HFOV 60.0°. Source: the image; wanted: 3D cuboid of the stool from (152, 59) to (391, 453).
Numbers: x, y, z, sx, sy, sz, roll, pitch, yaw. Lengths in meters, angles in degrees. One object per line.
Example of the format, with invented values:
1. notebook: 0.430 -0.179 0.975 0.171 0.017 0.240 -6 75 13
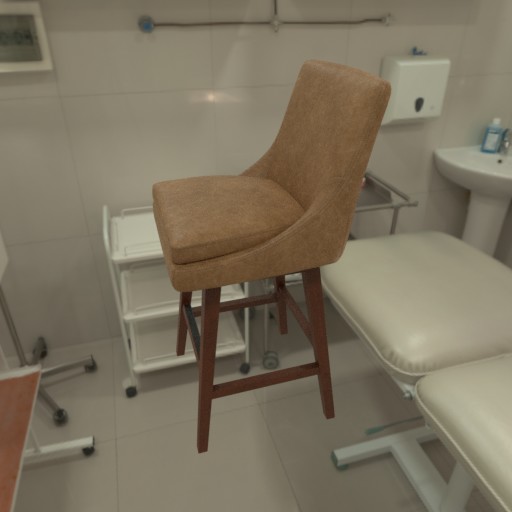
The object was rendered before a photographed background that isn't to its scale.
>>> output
1. stool: 0.000 0.000 1.390 0.572 1.079 0.487 -9 31 -15
